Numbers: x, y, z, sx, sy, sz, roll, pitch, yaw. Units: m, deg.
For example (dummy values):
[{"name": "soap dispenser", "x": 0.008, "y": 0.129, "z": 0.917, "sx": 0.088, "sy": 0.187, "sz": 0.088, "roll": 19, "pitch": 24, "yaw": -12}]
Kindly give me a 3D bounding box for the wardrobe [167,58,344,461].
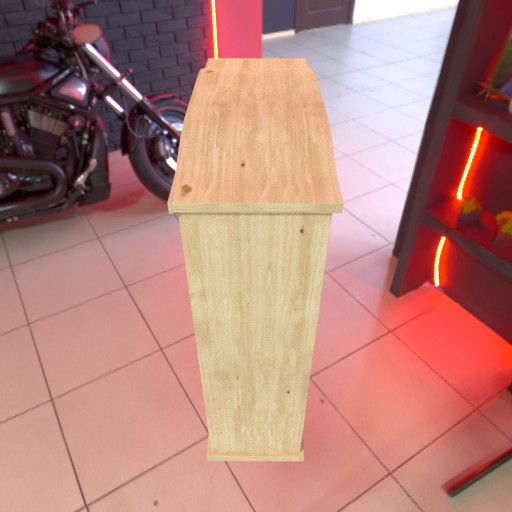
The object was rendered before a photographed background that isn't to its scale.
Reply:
[{"name": "wardrobe", "x": 0.000, "y": 0.000, "z": 2.550, "sx": 0.570, "sy": 1.870, "sz": 1.500, "roll": 0, "pitch": 40, "yaw": 0}]
